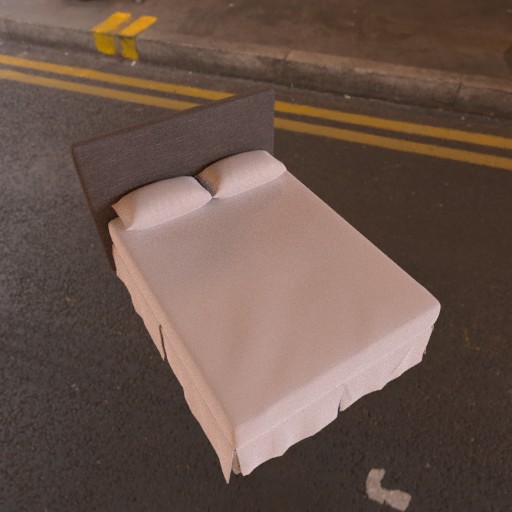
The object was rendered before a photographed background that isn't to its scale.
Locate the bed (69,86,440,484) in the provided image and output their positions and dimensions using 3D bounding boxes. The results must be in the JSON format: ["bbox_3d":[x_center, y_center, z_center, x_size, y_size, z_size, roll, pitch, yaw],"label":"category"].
[{"bbox_3d":[0.000,0.000,3.167,1.723,1.330,2.142,-24,51,-22],"label":"bed"}]
